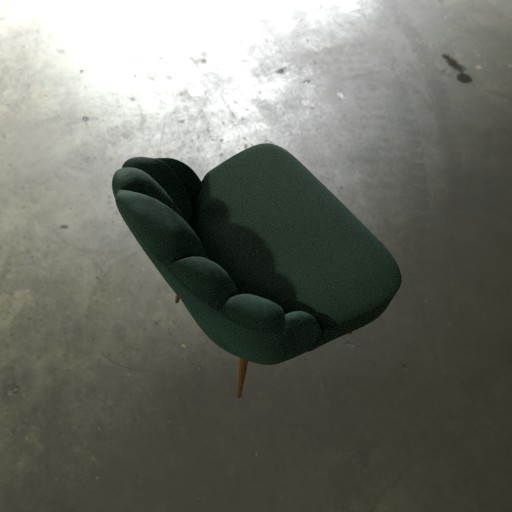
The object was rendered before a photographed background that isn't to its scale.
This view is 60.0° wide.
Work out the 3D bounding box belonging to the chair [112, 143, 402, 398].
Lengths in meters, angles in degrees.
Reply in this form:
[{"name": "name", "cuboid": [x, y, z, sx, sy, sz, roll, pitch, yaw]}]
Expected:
[{"name": "chair", "cuboid": [0.000, 0.000, 1.275, 0.599, 0.819, 0.657, -30, 63, -17]}]
